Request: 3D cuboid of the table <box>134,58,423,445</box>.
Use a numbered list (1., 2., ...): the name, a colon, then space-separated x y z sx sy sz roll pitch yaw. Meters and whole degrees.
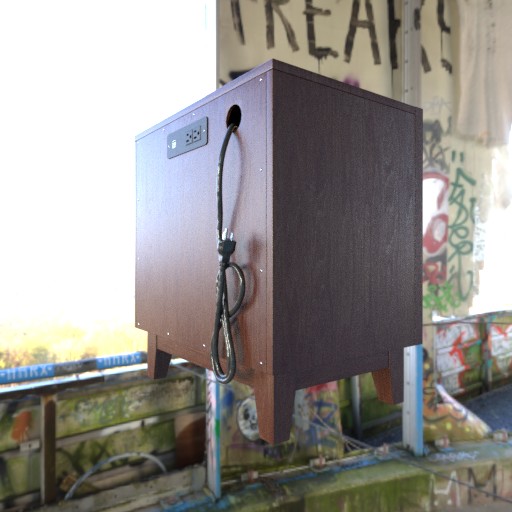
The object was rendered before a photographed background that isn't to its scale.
1. table: 0.000 0.000 1.009 0.449 0.609 0.557 0 0 -37
